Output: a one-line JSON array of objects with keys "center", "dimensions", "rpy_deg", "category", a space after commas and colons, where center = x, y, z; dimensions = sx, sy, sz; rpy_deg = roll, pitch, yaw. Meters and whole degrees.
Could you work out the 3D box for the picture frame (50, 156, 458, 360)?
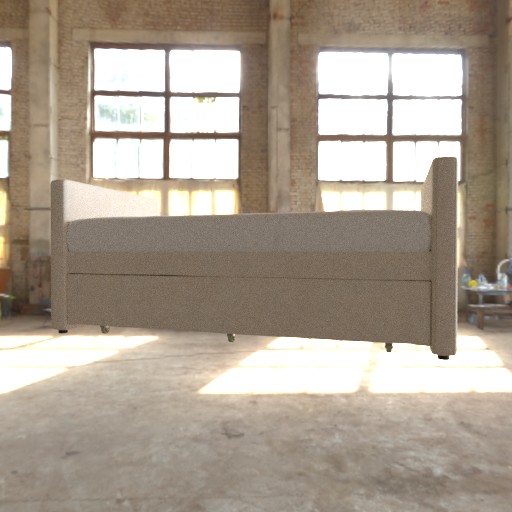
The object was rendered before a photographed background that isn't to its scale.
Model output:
[{"center": [0.000, 0.000, 2.734], "dimensions": [2.161, 0.891, 1.069], "rpy_deg": [0, 1, 18], "category": "picture frame"}]
